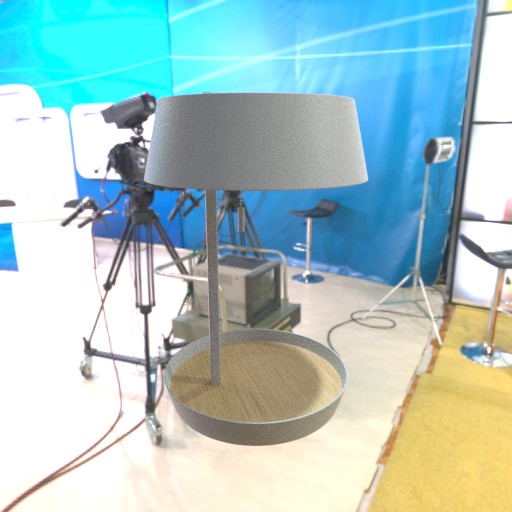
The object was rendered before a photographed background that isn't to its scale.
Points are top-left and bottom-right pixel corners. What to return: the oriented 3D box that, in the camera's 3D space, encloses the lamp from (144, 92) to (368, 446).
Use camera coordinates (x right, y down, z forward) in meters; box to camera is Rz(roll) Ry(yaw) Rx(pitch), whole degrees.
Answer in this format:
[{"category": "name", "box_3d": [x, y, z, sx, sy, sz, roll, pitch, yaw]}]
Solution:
[{"category": "lamp", "box_3d": [0.000, 0.000, 0.620, 0.291, 0.429, 0.291, 0, 15, 0]}]
